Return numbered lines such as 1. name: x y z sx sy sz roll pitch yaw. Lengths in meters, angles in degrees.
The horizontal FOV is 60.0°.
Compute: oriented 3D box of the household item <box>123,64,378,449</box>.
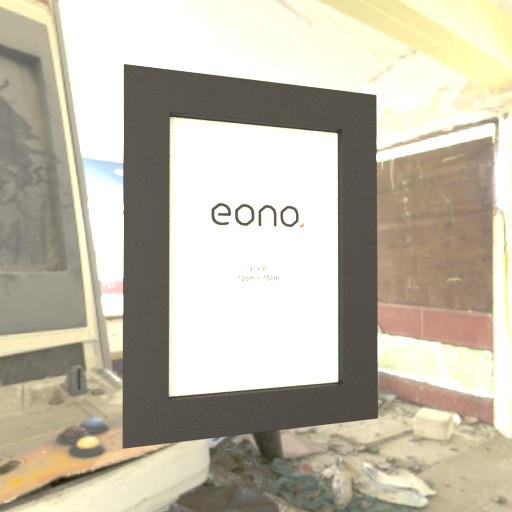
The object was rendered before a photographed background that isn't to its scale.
1. household item: 0.000 0.000 0.232 0.133 0.178 0.022 0 0 -17
